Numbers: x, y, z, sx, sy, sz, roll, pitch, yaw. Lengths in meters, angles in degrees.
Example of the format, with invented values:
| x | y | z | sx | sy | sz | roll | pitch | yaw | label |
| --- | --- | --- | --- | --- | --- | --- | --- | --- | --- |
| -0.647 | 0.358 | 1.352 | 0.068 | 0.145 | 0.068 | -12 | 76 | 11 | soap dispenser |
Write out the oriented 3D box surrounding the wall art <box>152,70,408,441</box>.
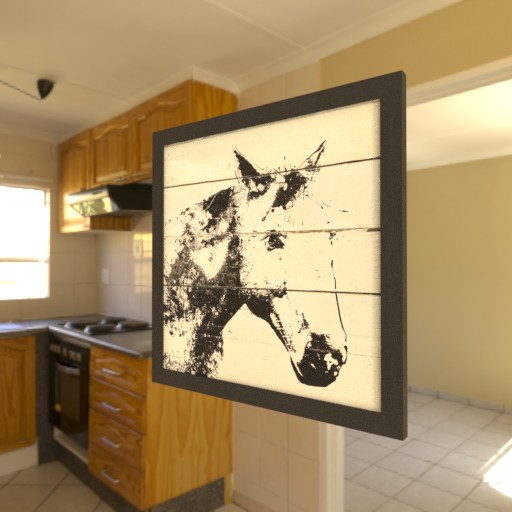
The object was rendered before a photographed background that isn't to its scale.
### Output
| x | y | z | sx | sy | sz | roll | pitch | yaw | label |
| --- | --- | --- | --- | --- | --- | --- | --- | --- | --- |
| 0.000 | 0.000 | 1.525 | 1.016 | 1.016 | 0.038 | 0 | -1 | 36 | wall art |
